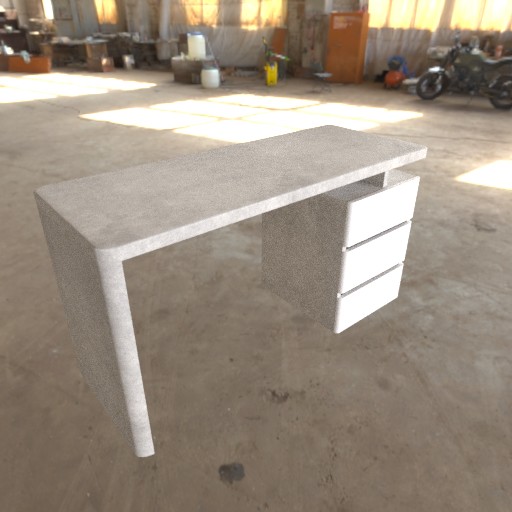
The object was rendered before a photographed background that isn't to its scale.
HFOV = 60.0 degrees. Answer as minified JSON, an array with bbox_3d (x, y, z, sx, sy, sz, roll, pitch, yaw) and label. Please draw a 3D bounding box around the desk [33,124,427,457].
[{"bbox_3d":[0.000,0.000,1.786,1.400,0.755,0.550,-22,36,-34],"label":"desk"}]
